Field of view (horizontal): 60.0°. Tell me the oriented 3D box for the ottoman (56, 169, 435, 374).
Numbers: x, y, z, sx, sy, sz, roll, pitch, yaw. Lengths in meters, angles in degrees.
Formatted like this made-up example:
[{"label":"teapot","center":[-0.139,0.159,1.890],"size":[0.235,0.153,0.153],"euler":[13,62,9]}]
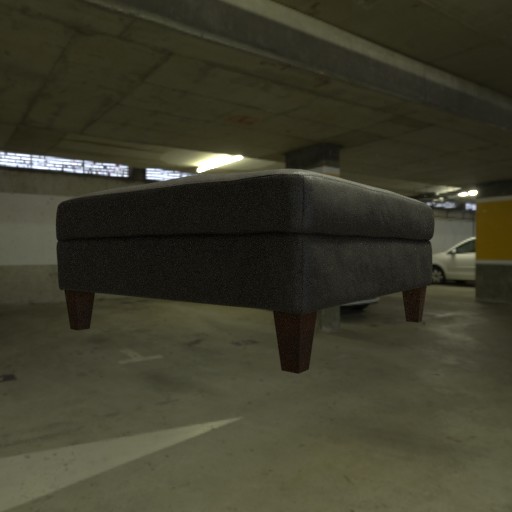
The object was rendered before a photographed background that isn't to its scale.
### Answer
[{"label":"ottoman","center":[0.000,0.000,1.330],"size":[0.844,0.415,0.836],"euler":[1,1,37]}]
